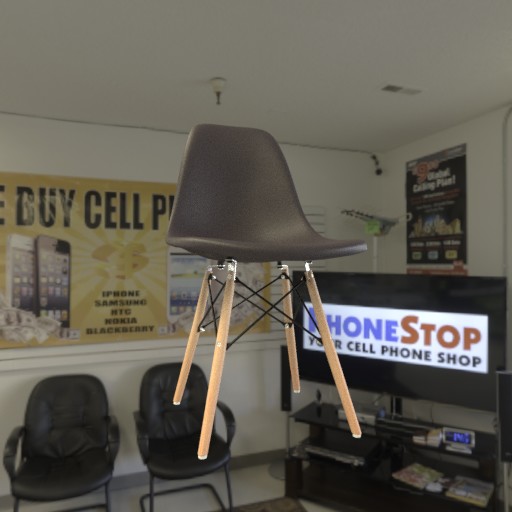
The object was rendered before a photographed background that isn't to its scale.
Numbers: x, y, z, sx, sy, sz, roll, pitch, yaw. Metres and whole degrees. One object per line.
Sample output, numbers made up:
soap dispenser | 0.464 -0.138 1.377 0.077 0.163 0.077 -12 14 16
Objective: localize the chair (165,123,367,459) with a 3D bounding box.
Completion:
chair | 0.000 0.000 1.145 0.470 0.825 0.533 0 -1 -18
